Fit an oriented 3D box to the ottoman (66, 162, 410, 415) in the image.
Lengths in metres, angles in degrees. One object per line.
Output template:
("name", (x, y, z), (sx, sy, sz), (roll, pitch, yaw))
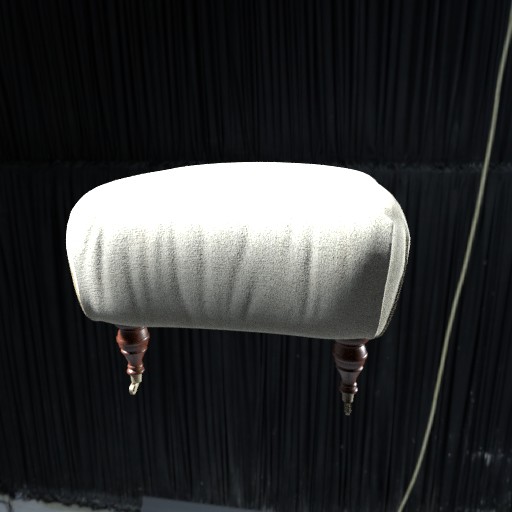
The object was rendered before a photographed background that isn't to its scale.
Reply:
("ottoman", (0.000, 0.000, 1.107), (0.622, 0.450, 0.747), (2, 15, 9))
